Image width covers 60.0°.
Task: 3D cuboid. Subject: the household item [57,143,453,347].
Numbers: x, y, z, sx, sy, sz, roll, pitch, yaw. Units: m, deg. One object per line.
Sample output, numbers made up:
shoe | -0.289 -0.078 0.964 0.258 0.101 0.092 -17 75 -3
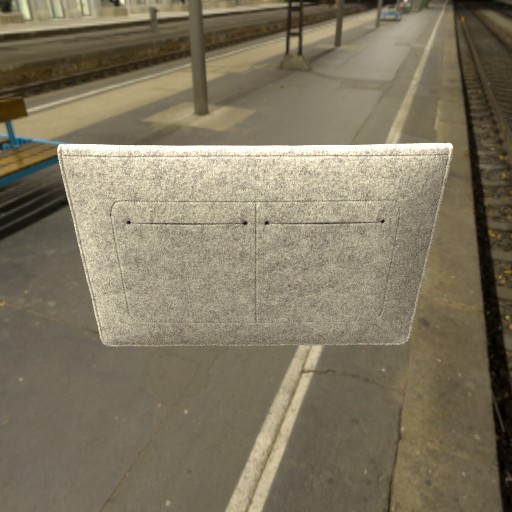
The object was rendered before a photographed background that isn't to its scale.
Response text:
household item | 0.000 0.000 0.433 0.335 0.221 0.057 0 31 0
